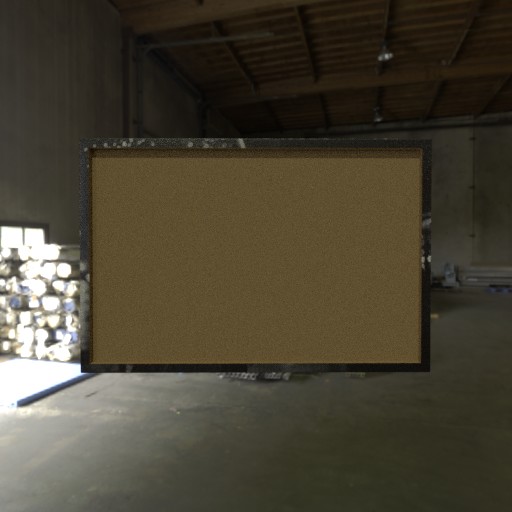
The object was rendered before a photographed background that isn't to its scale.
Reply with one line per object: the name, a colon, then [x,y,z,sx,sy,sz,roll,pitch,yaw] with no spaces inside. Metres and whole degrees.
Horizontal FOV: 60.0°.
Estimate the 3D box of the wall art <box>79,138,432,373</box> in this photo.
wall art: [0.000,0.000,1.170,0.914,0.609,0.038,0,1,-1]
